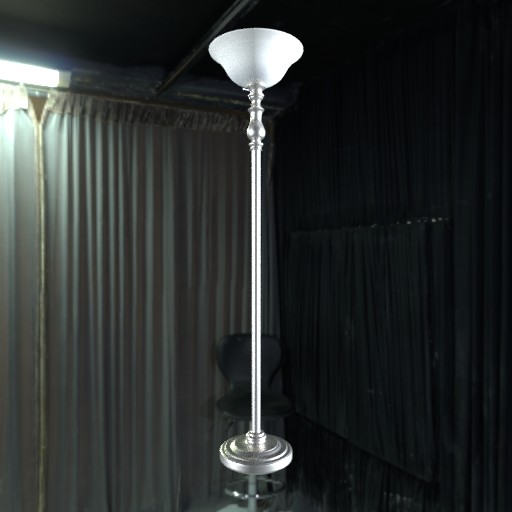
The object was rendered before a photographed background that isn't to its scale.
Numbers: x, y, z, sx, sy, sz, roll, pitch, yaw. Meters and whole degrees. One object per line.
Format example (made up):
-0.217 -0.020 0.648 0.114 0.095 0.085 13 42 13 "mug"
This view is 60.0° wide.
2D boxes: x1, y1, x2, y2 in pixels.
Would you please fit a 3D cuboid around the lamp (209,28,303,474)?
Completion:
0.000 0.000 1.928 0.405 1.771 0.405 0 1 -34 "lamp"
